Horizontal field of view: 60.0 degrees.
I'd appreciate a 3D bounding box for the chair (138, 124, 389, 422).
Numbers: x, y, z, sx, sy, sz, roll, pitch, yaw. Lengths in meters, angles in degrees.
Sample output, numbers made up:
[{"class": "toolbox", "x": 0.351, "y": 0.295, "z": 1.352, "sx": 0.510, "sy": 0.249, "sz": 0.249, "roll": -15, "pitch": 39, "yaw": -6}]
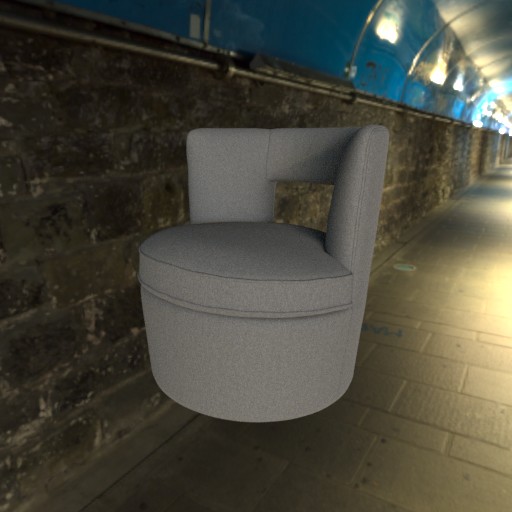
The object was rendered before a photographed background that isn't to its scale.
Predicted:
[{"class": "chair", "x": 0.000, "y": 0.000, "z": 1.279, "sx": 0.660, "sy": 0.719, "sz": 0.689, "roll": -14, "pitch": 20, "yaw": -42}]
